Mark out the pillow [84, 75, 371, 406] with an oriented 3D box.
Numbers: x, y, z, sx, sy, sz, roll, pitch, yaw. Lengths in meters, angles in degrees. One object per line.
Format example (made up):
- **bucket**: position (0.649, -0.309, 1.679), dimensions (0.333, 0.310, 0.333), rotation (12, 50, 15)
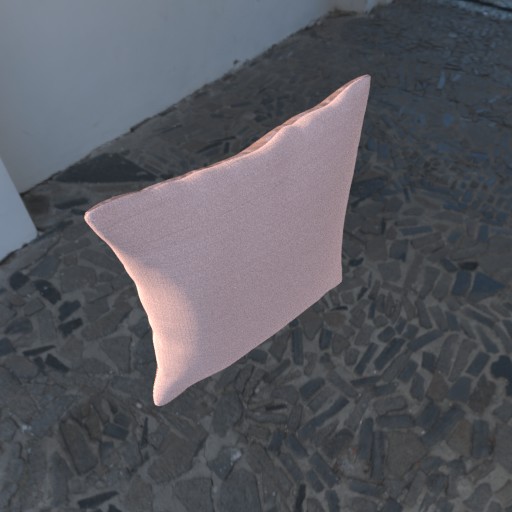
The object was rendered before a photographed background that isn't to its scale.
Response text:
- **pillow**: position (0.000, 0.000, 0.728), dimensions (0.470, 0.464, 0.175), rotation (-32, 55, -26)
